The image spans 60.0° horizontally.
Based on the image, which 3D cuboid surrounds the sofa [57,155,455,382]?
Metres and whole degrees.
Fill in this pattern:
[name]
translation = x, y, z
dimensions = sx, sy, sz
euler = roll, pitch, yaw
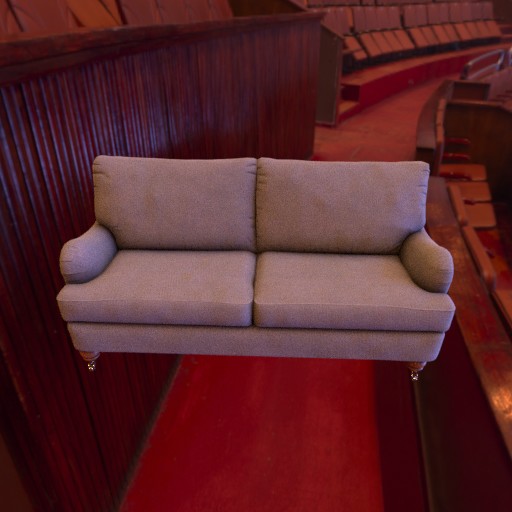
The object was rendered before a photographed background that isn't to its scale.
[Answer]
[sofa]
translation = 0.000, 0.000, 2.793
dimensions = 2.193, 1.096, 1.069
euler = 1, 30, 2
